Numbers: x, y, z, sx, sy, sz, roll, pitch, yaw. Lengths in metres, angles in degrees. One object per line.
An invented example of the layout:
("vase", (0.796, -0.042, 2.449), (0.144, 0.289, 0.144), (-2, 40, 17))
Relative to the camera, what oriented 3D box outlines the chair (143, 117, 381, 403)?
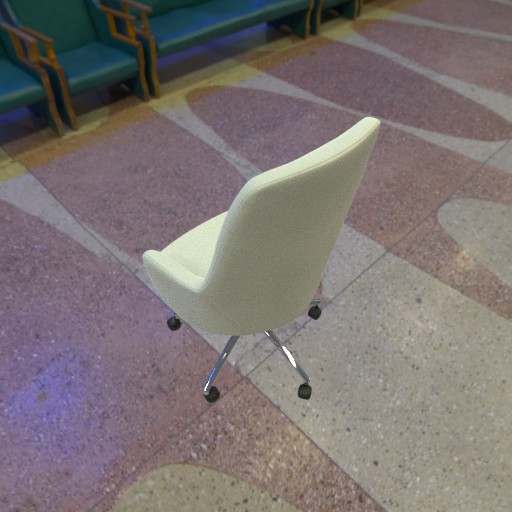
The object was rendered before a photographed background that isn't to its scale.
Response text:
("chair", (0.000, 0.000, 1.456), (0.620, 1.049, 0.640), (-33, 55, -28))
